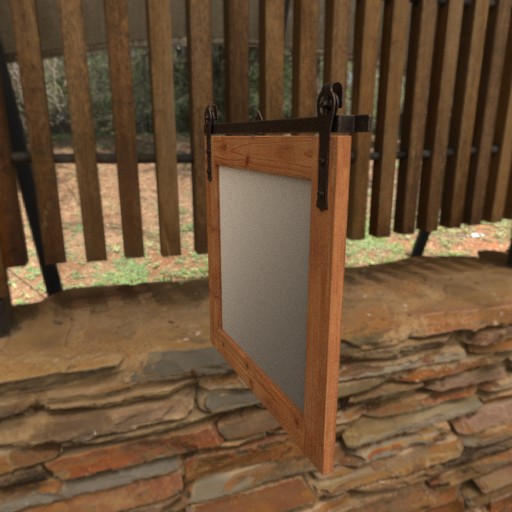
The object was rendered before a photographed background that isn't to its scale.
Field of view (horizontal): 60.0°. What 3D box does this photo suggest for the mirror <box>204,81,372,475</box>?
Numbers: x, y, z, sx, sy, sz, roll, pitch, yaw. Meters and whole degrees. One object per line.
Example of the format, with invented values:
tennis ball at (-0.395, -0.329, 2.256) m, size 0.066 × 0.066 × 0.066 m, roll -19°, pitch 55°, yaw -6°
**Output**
mirror at (0.000, 0.000, 1.180) m, size 0.054 × 0.800 × 0.805 m, roll -7°, pitch 17°, yaw -24°
